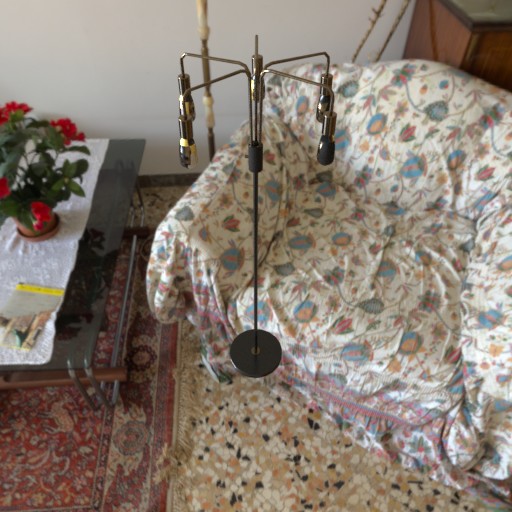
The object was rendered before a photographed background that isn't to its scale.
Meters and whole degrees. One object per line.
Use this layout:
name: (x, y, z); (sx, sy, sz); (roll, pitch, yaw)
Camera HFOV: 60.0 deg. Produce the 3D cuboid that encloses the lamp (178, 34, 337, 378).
lamp: (0.000, 0.000, 2.005); (0.599, 1.721, 0.572); (-31, 54, -26)
